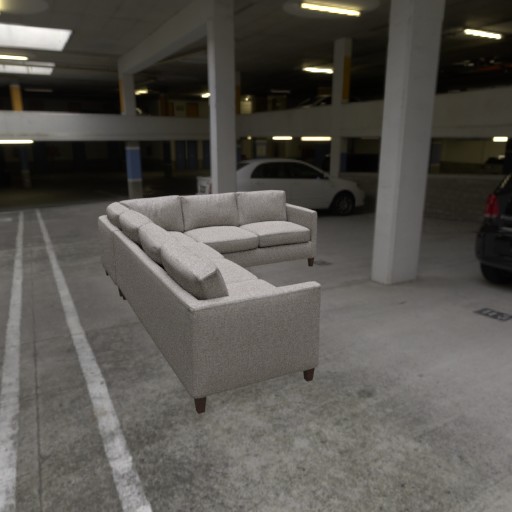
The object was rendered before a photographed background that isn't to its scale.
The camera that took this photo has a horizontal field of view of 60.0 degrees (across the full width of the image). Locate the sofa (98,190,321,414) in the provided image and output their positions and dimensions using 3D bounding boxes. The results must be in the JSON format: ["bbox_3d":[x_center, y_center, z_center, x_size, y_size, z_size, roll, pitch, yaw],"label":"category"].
[{"bbox_3d":[0.000,0.000,4.509,2.593,0.947,3.302,-8,17,-27],"label":"sofa"}]
